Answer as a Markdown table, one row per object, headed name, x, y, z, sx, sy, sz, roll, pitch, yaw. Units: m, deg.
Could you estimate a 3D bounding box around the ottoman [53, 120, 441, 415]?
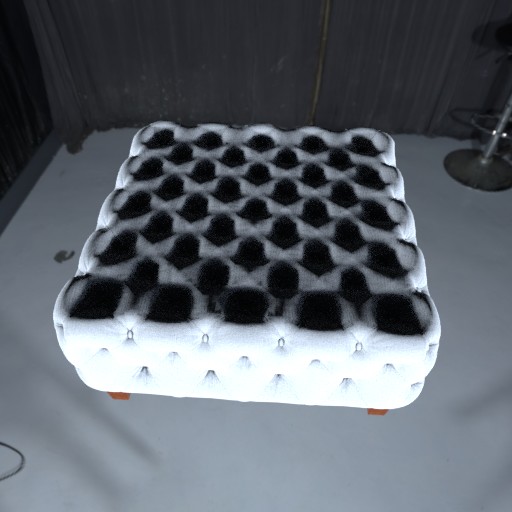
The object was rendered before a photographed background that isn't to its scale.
| name | x | y | z | sx | sy | sz | roll | pitch | yaw |
| --- | --- | --- | --- | --- | --- | --- | --- | --- | --- |
| ottoman | 0.000 | 0.000 | 1.159 | 0.758 | 0.365 | 0.764 | 3 | 47 | 2 |
